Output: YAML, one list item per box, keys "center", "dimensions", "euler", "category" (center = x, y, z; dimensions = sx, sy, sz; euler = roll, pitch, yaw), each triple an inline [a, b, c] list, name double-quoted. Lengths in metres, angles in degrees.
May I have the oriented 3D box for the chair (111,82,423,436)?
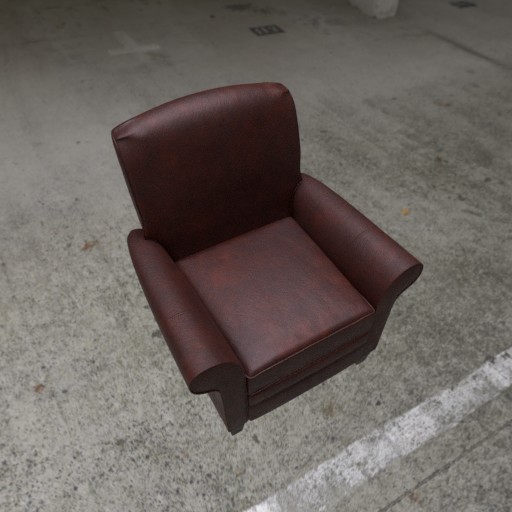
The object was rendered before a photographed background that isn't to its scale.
- center: [0.000, 0.000, 1.828]
  dimensions: [0.978, 1.061, 0.902]
  euler: [-23, 51, -20]
  category: "chair"
